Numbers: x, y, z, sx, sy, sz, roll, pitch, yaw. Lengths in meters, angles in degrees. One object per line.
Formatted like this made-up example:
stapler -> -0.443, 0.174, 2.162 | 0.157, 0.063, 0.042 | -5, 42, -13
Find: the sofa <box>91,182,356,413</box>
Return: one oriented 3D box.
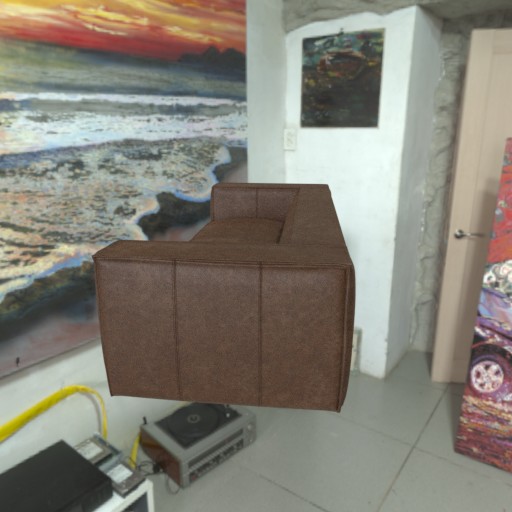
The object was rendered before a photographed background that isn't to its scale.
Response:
sofa -> 0.000, 0.000, 3.015 | 1.102, 0.701, 2.581 | 2, 16, 7
